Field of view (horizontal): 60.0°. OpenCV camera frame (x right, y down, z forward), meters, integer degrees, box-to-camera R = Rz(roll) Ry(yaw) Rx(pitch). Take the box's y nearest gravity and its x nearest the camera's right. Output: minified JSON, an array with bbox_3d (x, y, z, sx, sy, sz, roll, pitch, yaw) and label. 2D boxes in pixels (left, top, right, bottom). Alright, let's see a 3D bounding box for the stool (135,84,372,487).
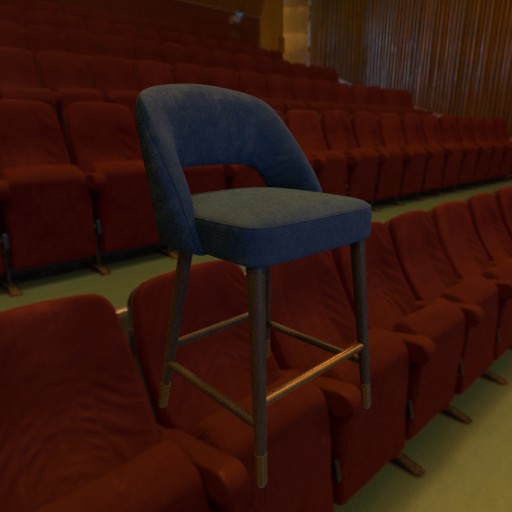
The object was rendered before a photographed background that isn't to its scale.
[{"bbox_3d":[0.000,0.000,1.231,0.536,0.925,0.524,-15,21,-42],"label":"stool"}]
